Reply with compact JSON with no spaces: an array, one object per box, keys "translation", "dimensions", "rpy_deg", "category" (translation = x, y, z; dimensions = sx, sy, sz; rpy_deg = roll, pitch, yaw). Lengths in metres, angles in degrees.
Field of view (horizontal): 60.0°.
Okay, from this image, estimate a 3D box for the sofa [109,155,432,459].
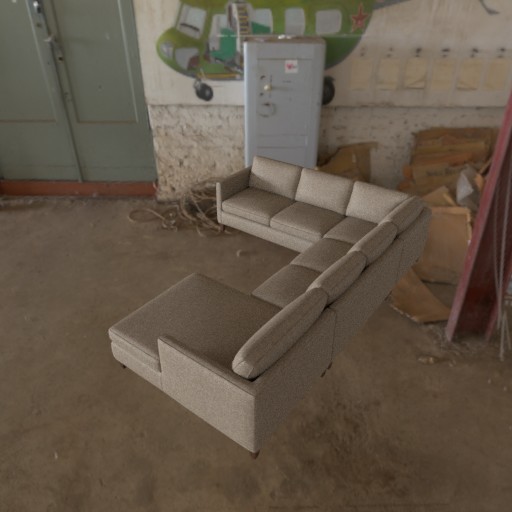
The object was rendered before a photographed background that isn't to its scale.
[{"translation":[0.000,0.000,4.670],"dimensions":[2.551,0.889,3.403],"rpy_deg":[22,38,31],"category":"sofa"}]
